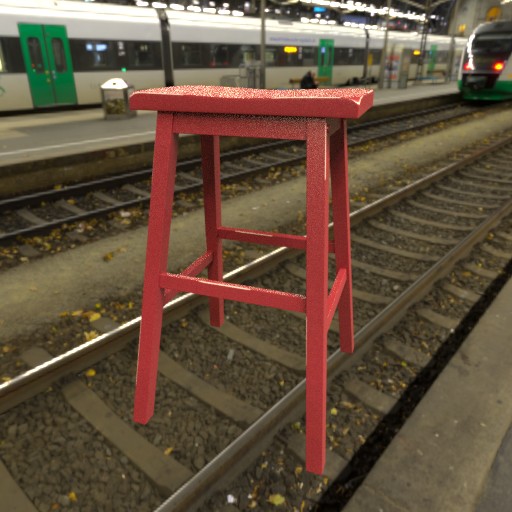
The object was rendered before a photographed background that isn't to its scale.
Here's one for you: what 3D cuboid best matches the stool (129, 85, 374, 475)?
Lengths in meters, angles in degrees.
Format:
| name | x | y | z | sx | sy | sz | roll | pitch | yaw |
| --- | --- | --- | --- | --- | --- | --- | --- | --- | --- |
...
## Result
| name | x | y | z | sx | sy | sz | roll | pitch | yaw |
| --- | --- | --- | --- | --- | --- | --- | --- | --- | --- |
| stool | 0.000 | 0.000 | 1.048 | 0.457 | 0.737 | 0.476 | 8 | 25 | 18 |
